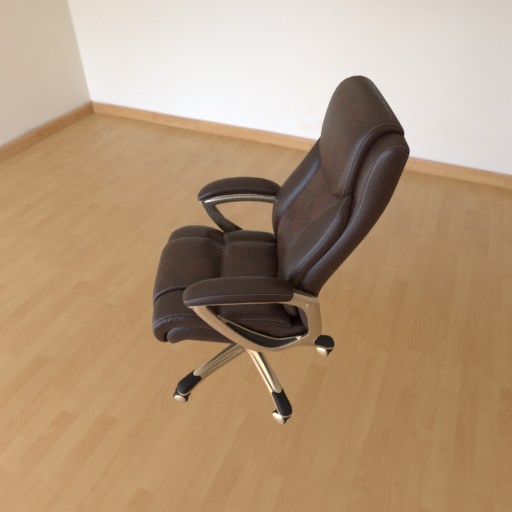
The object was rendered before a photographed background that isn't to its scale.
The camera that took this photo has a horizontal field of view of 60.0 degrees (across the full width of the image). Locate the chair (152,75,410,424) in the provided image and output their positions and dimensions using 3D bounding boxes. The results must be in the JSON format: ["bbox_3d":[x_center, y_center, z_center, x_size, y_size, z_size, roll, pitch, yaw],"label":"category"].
[{"bbox_3d":[0.000,0.000,1.616,0.749,1.194,0.692,-1,40,-1],"label":"chair"}]
